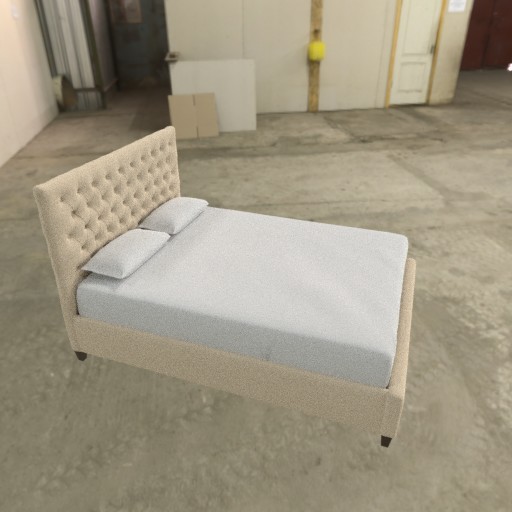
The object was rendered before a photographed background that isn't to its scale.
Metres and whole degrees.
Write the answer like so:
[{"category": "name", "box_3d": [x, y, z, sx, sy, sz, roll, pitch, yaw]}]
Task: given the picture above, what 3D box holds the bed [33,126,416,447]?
[{"category": "bed", "box_3d": [0.000, 0.000, 3.404, 2.387, 1.427, 1.698, 10, 31, 17]}]
